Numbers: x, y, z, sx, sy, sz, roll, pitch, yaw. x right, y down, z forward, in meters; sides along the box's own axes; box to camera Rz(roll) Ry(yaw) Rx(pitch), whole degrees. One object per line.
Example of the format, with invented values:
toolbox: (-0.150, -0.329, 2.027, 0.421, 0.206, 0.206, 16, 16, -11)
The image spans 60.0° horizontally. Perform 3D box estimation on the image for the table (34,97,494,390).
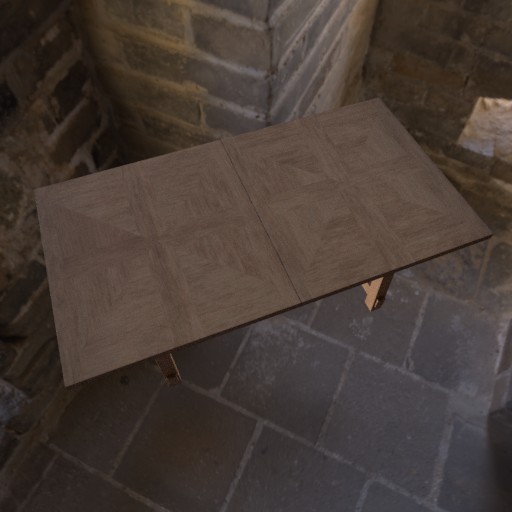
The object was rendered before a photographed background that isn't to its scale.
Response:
table: (0.000, 0.000, 2.370, 1.881, 0.768, 1.016, -18, 59, -11)
